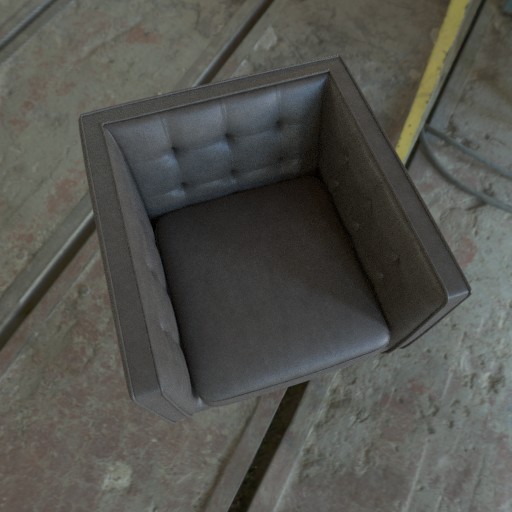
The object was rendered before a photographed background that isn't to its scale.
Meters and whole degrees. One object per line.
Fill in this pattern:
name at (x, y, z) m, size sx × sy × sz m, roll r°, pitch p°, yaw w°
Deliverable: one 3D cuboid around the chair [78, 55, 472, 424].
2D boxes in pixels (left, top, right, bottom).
chair at (0.000, 0.000, 1.545) m, size 0.880 × 0.790 × 0.894 m, roll -16°, pitch 66°, yaw -7°
